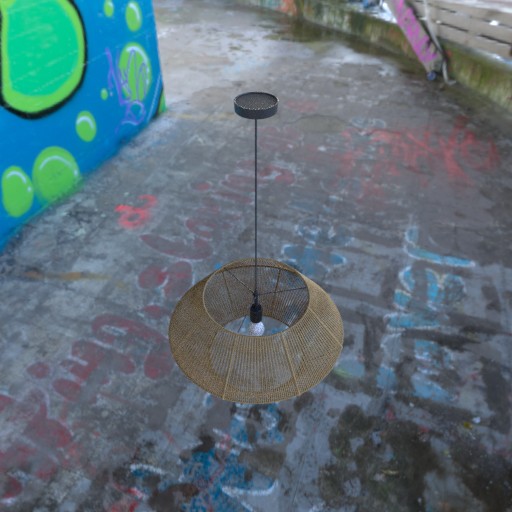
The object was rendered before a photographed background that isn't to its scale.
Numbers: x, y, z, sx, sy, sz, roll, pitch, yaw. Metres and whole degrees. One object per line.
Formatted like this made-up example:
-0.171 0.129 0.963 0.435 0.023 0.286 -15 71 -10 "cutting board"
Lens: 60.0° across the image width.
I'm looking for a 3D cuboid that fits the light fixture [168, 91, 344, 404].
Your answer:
0.000 0.000 1.406 0.643 1.009 0.643 0 42 0 "light fixture"
